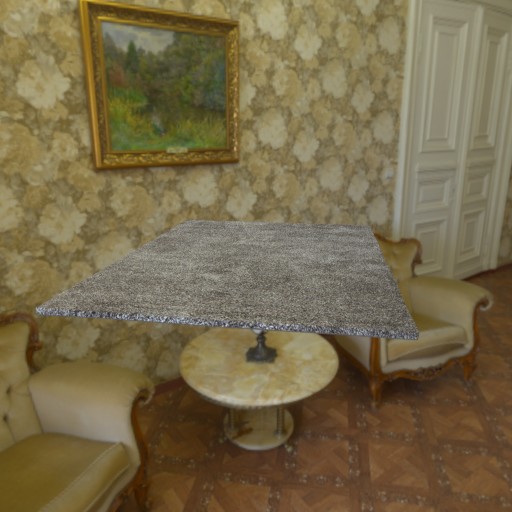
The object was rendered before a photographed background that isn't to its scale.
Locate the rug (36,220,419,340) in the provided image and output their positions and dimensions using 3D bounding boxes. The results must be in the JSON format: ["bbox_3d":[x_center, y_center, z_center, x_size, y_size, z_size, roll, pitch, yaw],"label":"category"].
[{"bbox_3d":[0.000,0.000,2.113,1.198,0.025,1.601,2,15,9],"label":"rug"}]
